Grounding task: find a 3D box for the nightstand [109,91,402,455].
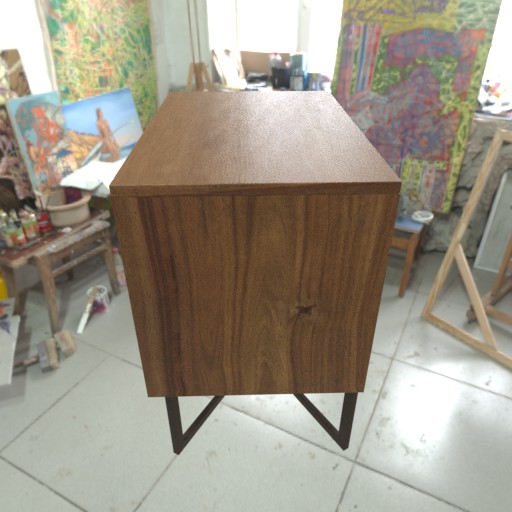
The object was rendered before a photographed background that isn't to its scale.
[{"bbox_3d":[0.000,0.000,1.039,0.427,0.615,0.613,-1,32,-1],"label":"nightstand"}]
